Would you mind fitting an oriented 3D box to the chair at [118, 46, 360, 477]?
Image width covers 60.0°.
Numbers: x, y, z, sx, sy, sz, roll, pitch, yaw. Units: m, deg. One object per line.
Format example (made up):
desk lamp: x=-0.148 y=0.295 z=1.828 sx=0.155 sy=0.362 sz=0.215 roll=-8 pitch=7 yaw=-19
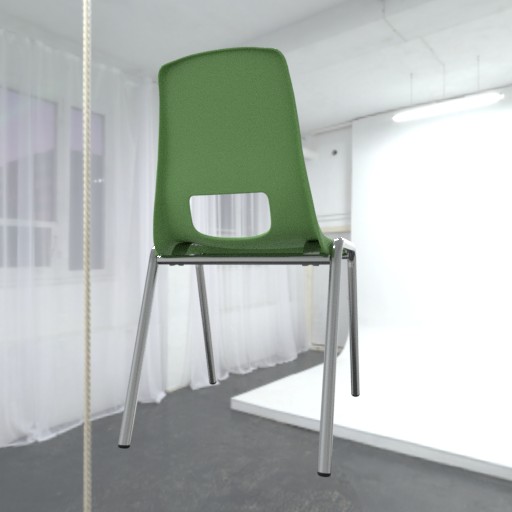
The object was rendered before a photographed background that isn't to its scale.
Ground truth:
chair: x=0.000 y=0.000 z=0.899 sx=0.381 sy=0.653 sz=0.436 roll=0 pitch=-1 yaw=17
